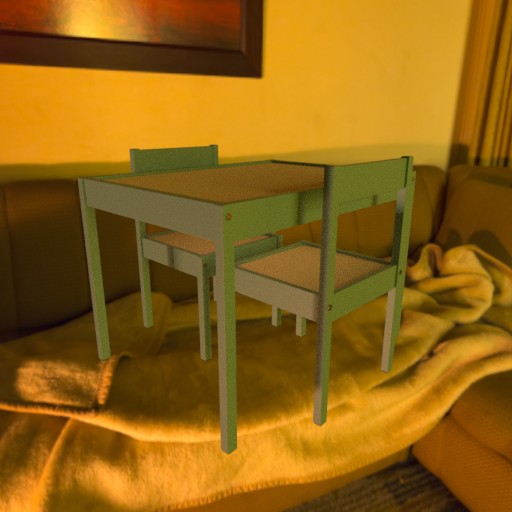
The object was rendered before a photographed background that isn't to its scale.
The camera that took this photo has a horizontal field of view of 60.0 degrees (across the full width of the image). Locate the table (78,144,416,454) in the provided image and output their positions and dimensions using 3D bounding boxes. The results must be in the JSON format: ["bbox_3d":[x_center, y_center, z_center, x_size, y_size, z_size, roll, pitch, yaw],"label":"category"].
[{"bbox_3d":[0.000,0.000,1.099,0.633,0.503,0.639,16,23,42],"label":"table"}]
